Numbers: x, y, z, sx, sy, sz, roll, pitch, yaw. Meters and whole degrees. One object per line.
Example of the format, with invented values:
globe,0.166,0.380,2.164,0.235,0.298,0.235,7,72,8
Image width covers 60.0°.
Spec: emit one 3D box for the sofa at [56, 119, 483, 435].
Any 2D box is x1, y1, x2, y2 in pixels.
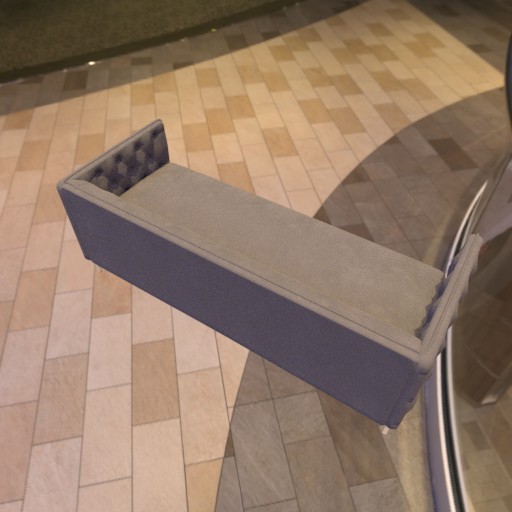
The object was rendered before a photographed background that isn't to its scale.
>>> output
sofa,0.000,0.000,2.626,2.209,0.771,0.895,25,51,22
